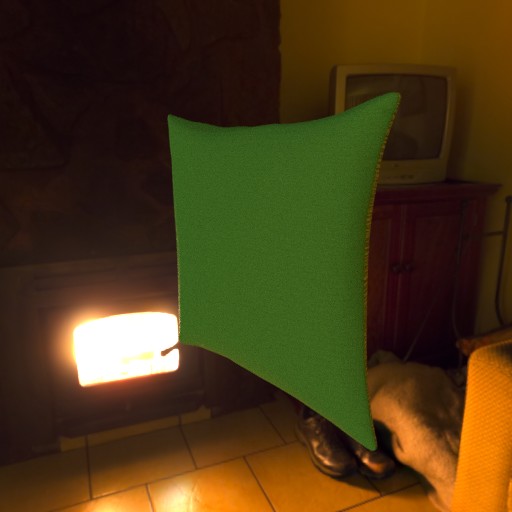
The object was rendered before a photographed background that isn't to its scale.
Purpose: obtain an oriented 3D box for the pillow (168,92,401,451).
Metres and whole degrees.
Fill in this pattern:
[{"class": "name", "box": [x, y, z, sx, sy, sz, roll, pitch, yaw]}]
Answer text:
[{"class": "pillow", "box": [0.000, 0.000, 0.766, 0.150, 0.497, 0.514, -13, 19, -41]}]
